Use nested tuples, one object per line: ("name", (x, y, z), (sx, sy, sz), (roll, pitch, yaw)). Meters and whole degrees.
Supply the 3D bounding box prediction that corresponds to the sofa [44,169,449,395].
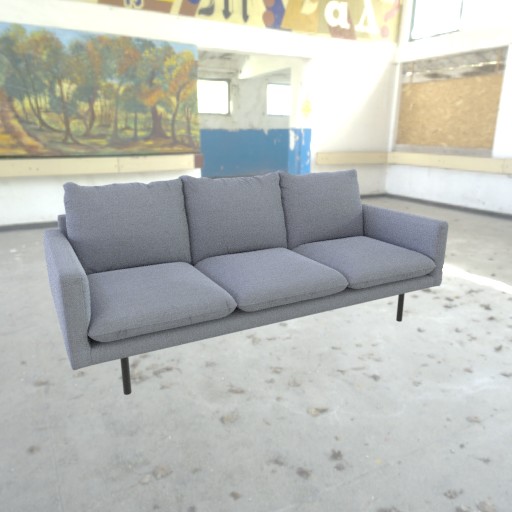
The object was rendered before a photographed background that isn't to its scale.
("sofa", (0.000, 0.000, 2.376), (2.000, 0.830, 0.850), (-8, 18, -27))
